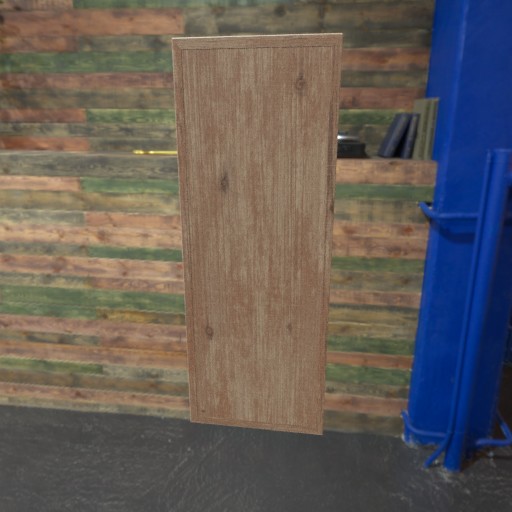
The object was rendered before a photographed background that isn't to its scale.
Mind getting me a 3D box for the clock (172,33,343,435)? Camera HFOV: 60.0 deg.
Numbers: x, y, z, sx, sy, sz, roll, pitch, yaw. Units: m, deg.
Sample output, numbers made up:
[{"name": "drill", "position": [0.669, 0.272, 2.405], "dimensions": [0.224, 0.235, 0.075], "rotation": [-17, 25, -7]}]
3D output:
[{"name": "clock", "position": [0.000, 0.000, 1.073], "dimensions": [0.361, 0.965, 0.030], "rotation": [2, 17, 8]}]
